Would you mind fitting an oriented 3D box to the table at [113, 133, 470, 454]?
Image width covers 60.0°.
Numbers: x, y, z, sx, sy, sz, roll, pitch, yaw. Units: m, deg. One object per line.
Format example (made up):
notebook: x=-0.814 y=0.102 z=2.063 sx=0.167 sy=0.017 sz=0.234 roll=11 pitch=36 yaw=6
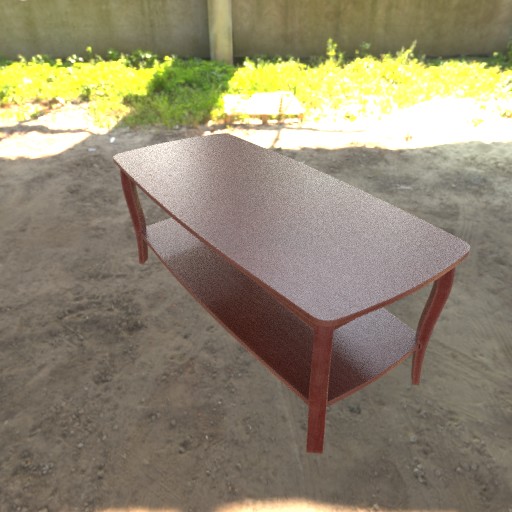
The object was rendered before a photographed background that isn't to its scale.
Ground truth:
table: x=0.000 y=0.000 z=1.508 sx=0.561 sy=0.473 sz=1.216 roll=-21 pitch=38 yaw=-29
